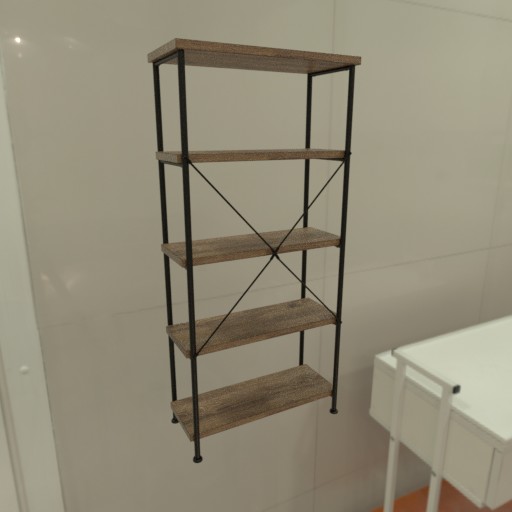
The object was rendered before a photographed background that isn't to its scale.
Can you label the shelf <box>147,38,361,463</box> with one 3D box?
[{"bbox_3d":[0.000,0.000,2.038,0.800,1.700,0.360,-8,17,-27],"label":"shelf"}]
